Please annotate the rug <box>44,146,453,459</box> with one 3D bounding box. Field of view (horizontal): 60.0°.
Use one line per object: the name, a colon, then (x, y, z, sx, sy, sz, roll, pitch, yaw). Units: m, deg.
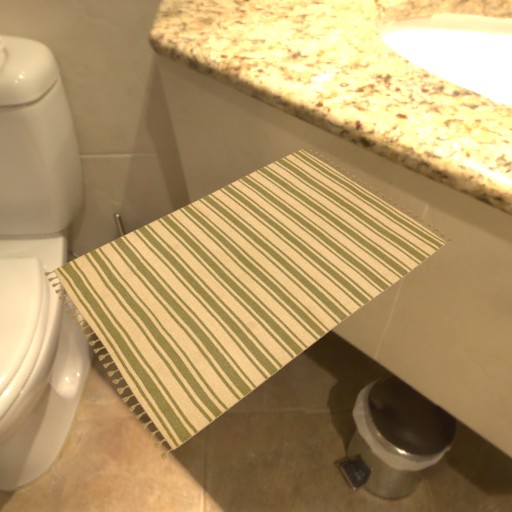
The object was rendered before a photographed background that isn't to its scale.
rug: (0.000, 0.000, 3.078, 2.435, 0.018, 1.540, -31, 54, -25)
